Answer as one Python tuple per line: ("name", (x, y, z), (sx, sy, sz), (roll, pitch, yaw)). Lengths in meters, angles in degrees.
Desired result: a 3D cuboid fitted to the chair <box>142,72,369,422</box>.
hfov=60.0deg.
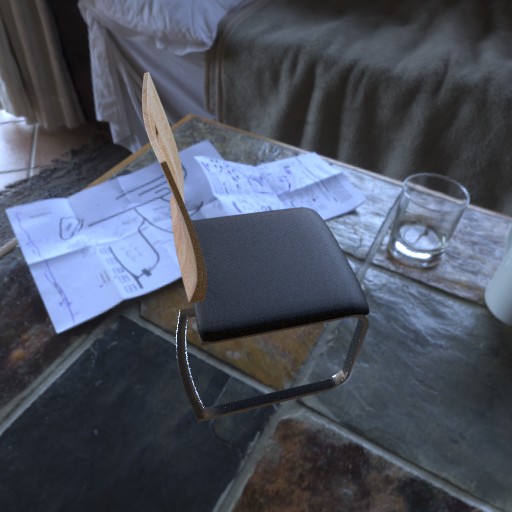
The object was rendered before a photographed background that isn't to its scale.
("chair", (0.000, 0.000, 1.258), (0.560, 0.936, 0.462), (-10, 46, -10))
